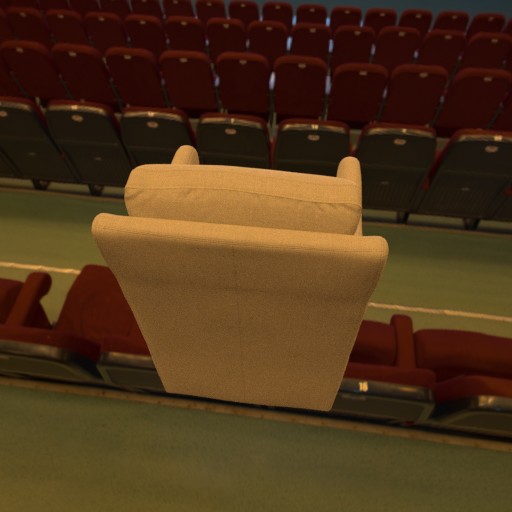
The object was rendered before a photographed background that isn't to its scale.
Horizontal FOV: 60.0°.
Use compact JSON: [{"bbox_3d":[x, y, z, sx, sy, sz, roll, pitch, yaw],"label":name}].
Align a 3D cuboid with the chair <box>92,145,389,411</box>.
[{"bbox_3d":[0.000,0.000,1.370,0.626,0.914,0.694,5,47,5],"label":"chair"}]
